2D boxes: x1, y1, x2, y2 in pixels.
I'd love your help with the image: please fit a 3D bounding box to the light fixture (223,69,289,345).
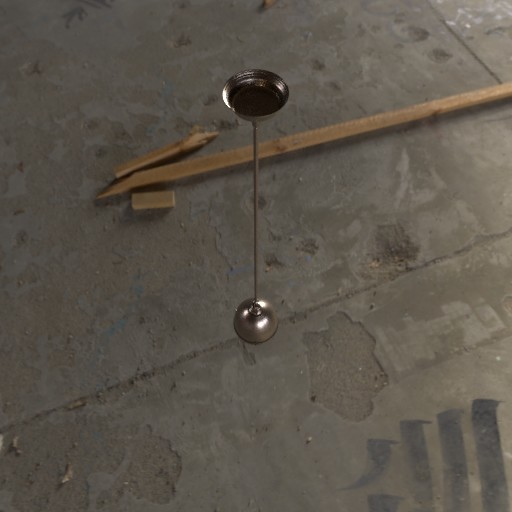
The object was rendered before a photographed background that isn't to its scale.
[{"bbox_3d":[0.000,0.000,1.468,0.211,1.367,0.217,-2,62,-1],"label":"light fixture"}]
